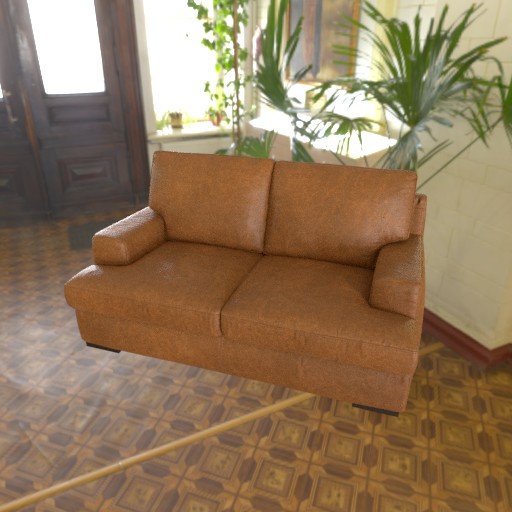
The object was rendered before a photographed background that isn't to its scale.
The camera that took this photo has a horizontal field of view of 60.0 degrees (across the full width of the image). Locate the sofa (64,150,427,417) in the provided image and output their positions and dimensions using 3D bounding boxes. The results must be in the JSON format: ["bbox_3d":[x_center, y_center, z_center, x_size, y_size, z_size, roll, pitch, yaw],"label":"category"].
[{"bbox_3d":[0.000,0.000,2.563,1.880,0.966,1.144,8,27,16],"label":"sofa"}]
